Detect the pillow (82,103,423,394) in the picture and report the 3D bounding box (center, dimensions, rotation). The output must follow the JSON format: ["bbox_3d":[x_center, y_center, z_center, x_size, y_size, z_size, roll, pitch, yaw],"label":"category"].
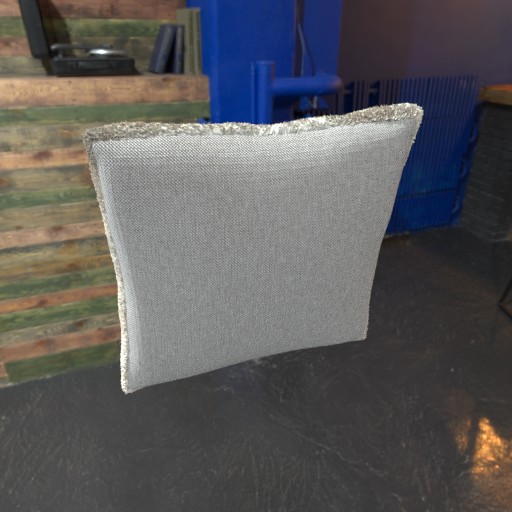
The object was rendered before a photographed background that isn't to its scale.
[{"bbox_3d":[0.000,0.000,0.793,0.529,0.515,0.218,-9,28,-17],"label":"pillow"}]
